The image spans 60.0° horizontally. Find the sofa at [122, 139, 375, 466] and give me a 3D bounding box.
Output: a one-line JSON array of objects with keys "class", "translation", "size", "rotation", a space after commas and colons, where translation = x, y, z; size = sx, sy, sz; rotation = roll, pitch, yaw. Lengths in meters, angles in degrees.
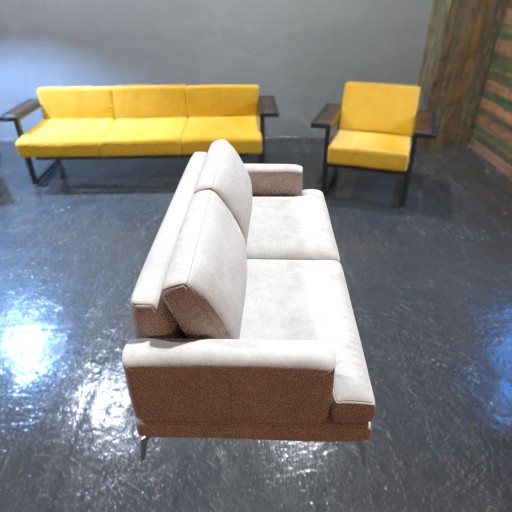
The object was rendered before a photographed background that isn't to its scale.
[{"class": "sofa", "translation": [0.000, 0.000, 2.494], "size": [0.980, 0.830, 2.013], "rotation": [1, 32, 1]}]
